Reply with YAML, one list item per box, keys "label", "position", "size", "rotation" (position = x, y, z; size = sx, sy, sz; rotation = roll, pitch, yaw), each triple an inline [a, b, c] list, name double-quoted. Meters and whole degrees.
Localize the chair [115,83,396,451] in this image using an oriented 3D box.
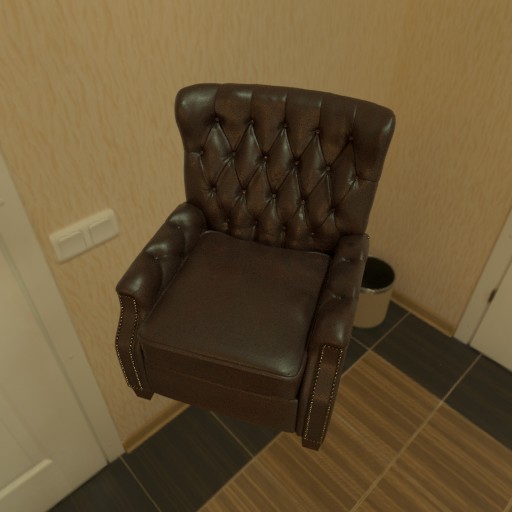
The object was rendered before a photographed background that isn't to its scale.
- label: "chair"
  position: [0.000, 0.000, 1.476]
  size: [0.709, 0.864, 0.823]
  rotation: [12, 42, 13]
